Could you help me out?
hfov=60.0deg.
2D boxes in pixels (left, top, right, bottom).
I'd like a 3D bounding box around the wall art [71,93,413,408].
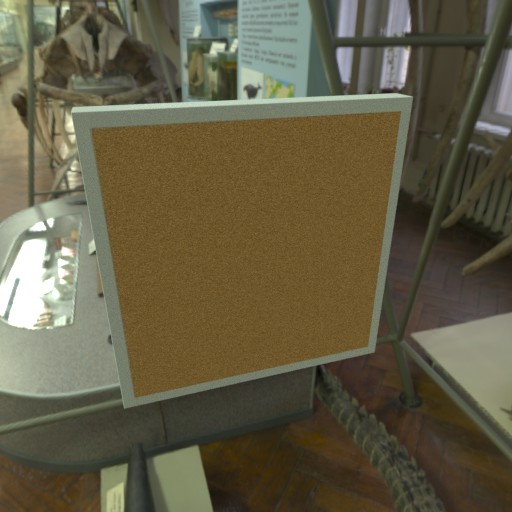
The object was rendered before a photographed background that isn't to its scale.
[{"bbox_3d":[0.000,0.000,0.612,0.406,0.406,0.038,-8,28,-16],"label":"wall art"}]
